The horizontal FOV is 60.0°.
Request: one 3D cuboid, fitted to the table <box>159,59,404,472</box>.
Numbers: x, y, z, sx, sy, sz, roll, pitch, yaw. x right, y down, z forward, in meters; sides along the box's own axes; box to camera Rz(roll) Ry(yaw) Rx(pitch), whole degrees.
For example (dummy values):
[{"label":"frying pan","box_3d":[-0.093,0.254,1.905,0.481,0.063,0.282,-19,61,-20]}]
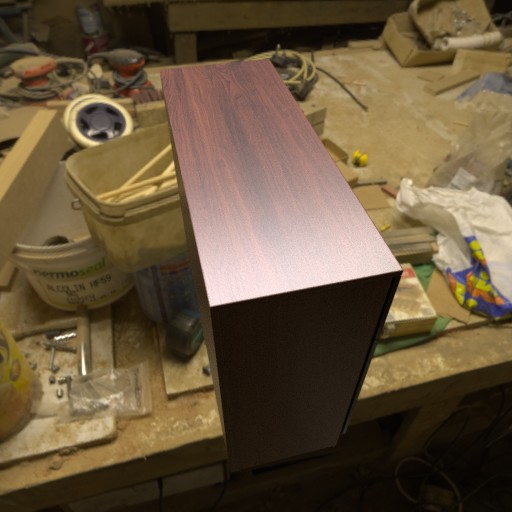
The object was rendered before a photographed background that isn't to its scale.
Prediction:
[{"label":"table","box_3d":[0.000,0.000,1.350,0.380,0.790,0.930,-10,47,-9]}]
